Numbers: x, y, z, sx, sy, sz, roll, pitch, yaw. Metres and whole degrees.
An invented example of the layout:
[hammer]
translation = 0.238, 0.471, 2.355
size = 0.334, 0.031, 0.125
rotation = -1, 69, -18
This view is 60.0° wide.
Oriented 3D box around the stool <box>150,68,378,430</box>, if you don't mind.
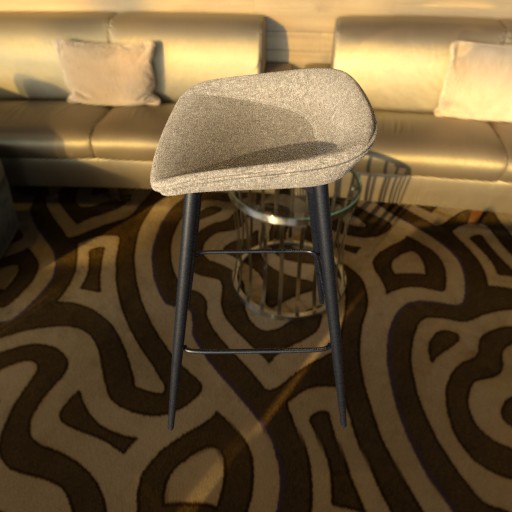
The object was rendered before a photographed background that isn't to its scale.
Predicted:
[stool]
translation = 0.000, 0.000, 1.100
size = 0.480, 0.814, 0.469
rotation = -1, 40, -1
